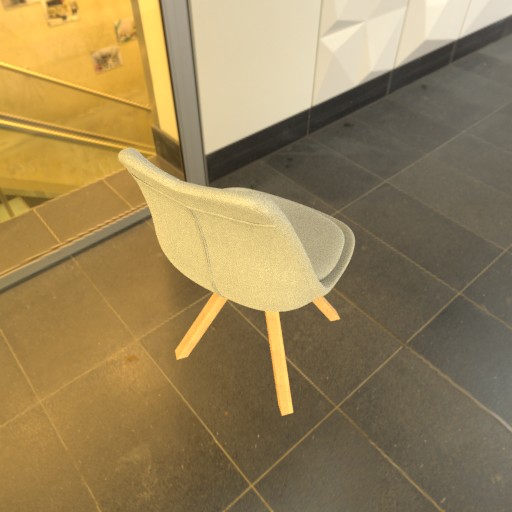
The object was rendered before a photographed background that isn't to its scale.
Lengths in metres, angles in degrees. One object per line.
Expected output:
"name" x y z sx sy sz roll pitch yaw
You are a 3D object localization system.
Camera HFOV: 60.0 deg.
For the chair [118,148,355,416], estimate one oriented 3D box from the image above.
"chair" 0.000 0.000 1.201 0.474 0.863 0.549 23 51 20
